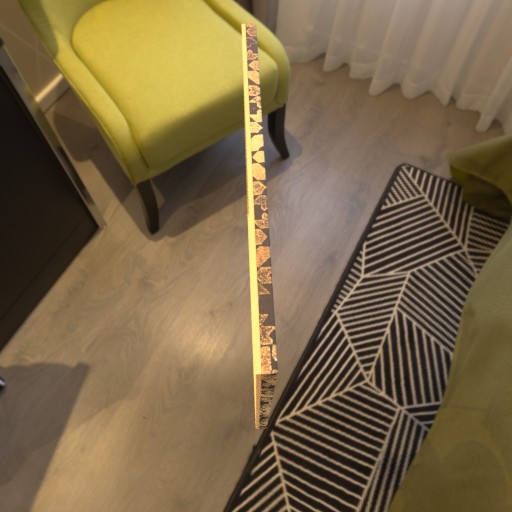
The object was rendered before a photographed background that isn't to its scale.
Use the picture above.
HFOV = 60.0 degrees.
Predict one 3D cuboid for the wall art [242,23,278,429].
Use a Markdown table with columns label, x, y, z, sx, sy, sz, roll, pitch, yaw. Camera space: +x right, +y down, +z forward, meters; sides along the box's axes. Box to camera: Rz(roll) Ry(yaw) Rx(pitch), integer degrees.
| label | x | y | z | sx | sy | sz | roll | pitch | yaw |
| --- | --- | --- | --- | --- | --- | --- | --- | --- | --- |
| wall art | 0.000 | 0.000 | 1.369 | 0.038 | 0.914 | 0.914 | -2 | 63 | -1 |
